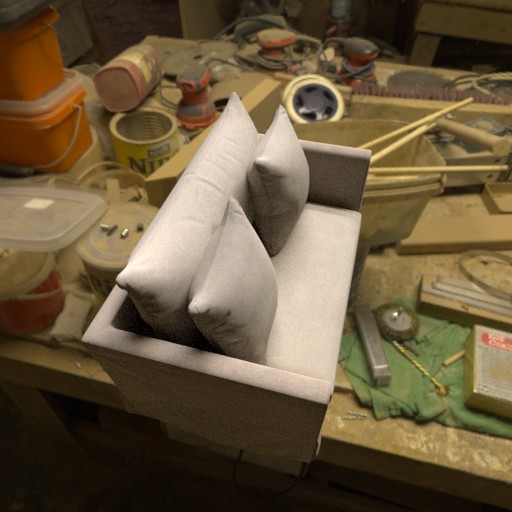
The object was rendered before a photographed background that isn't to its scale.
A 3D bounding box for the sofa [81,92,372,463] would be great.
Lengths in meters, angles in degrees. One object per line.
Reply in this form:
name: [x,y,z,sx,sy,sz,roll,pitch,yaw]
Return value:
sofa: [0.000,0.000,2.289,1.035,1.040,1.608,11,48,11]
